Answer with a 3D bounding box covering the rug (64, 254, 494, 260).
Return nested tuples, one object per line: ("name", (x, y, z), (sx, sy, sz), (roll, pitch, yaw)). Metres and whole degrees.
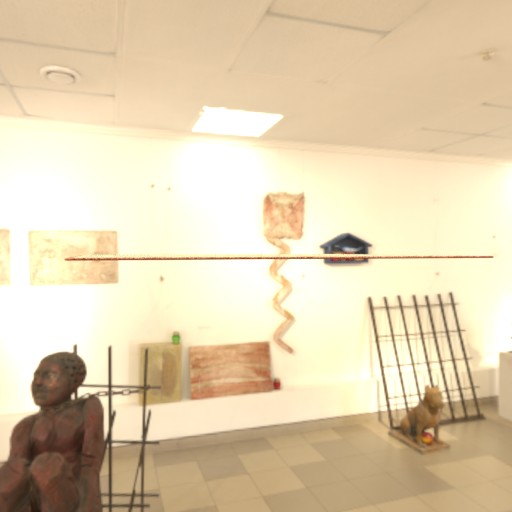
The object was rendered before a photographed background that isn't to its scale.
("rug", (0.000, 0.000, 4.080), (3.050, 0.016, 2.441), (0, 1, -19))
